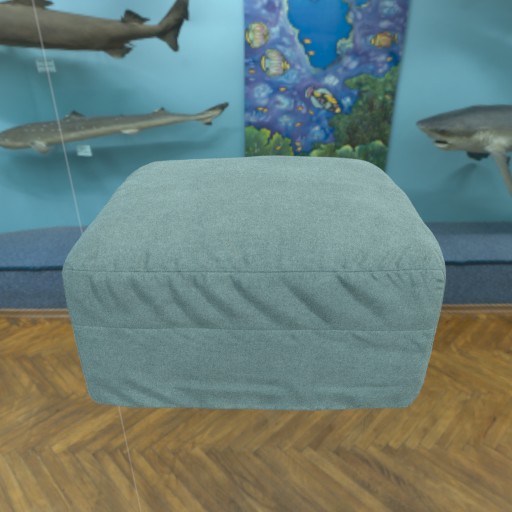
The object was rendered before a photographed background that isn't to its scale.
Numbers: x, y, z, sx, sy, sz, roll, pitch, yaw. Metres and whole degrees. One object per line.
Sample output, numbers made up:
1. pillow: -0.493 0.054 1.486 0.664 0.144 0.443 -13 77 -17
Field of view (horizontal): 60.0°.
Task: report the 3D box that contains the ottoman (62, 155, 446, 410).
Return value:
1. ottoman: 0.000 0.000 1.239 0.837 0.481 0.683 1 29 1
